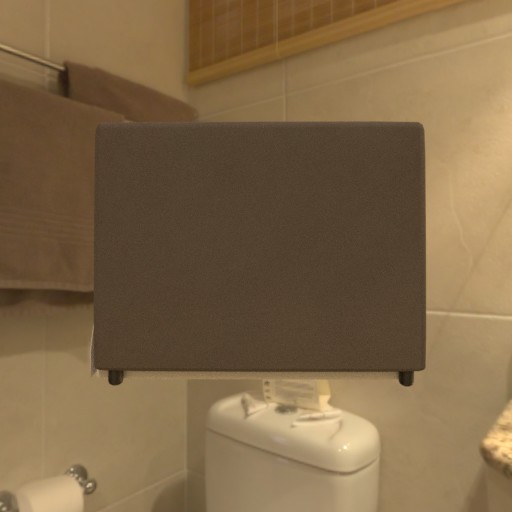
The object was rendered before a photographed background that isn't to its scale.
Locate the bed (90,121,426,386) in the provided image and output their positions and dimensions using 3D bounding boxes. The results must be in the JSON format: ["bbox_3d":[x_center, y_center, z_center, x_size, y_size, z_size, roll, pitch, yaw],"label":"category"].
[{"bbox_3d":[0.000,0.000,3.241,1.723,1.330,2.142,0,-1,1],"label":"bed"}]
